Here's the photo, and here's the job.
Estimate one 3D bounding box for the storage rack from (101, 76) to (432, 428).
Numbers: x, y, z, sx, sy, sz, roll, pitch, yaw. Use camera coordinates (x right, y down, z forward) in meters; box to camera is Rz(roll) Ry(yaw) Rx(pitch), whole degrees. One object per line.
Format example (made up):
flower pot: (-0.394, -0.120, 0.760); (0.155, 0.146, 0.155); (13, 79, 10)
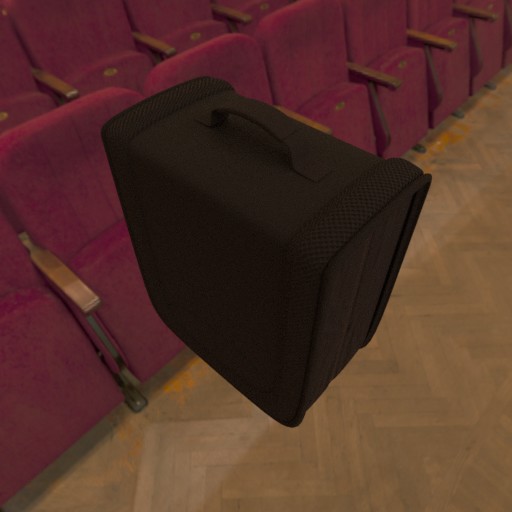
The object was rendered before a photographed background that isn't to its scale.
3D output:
storage rack: (0.000, 0.000, 0.544); (0.297, 0.387, 0.168); (34, 55, 27)
